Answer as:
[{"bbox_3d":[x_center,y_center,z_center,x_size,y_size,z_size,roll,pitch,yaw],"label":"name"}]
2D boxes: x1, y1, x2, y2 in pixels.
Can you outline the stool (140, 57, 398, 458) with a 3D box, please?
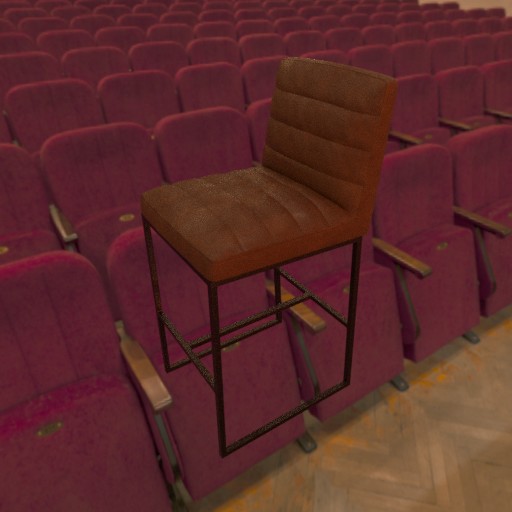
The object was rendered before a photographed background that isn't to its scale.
[{"bbox_3d":[0.000,0.000,1.370,0.562,1.065,0.463,-19,37,-28],"label":"stool"}]
